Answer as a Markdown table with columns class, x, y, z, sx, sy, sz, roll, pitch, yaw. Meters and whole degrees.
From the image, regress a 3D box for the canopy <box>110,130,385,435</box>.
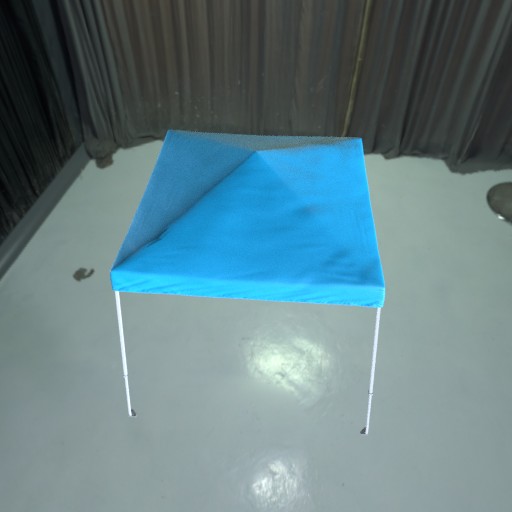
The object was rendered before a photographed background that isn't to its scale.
| class | x | y | z | sx | sy | sz | roll | pitch | yaw |
| --- | --- | --- | --- | --- | --- | --- | --- | --- | --- |
| canopy | 0.000 | 0.000 | 5.210 | 2.849 | 2.849 | 2.848 | 3 | 46 | 3 |
